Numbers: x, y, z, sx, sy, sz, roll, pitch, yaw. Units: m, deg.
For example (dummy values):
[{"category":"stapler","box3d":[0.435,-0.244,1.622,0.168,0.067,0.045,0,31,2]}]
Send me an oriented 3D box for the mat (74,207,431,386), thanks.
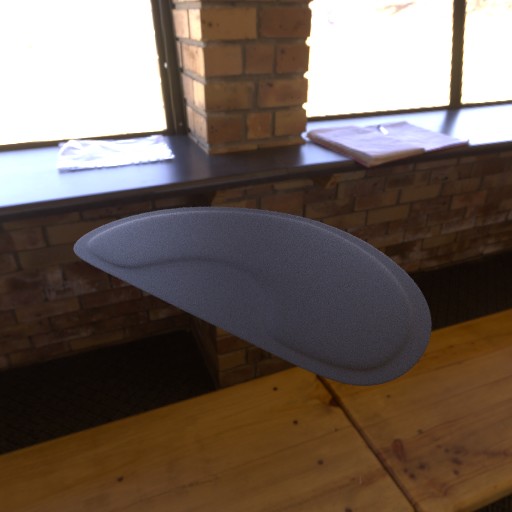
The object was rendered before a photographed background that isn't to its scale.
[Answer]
[{"category":"mat","box3d":[0.000,0.000,1.854,1.524,0.013,0.913,20,35,31]}]
